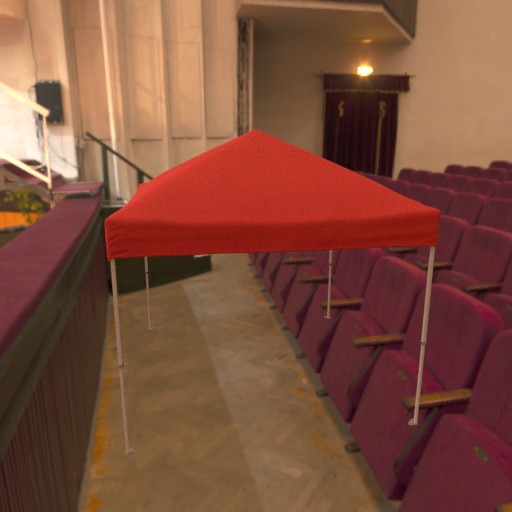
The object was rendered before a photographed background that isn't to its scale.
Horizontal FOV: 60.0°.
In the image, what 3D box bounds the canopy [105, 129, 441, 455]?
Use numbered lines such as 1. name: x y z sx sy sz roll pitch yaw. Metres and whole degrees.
1. canopy: 0.000 0.000 5.445 2.996 2.997 2.998 -2 15 -9
